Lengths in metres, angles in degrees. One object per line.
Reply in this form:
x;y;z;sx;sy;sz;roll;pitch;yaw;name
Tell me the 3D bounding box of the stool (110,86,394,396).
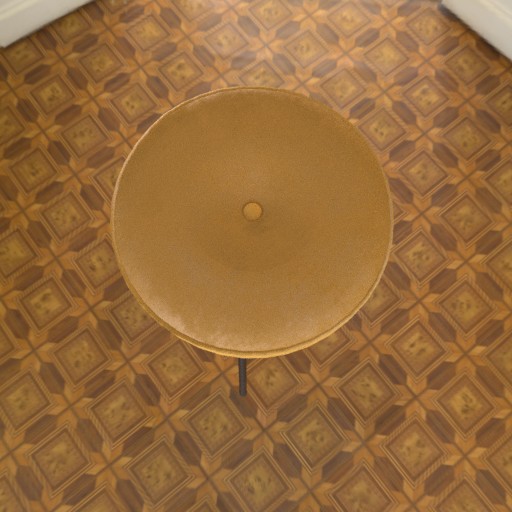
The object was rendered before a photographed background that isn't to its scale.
0.000;0.000;0.934;0.472;0.595;0.438;-38;79;-8;stool
